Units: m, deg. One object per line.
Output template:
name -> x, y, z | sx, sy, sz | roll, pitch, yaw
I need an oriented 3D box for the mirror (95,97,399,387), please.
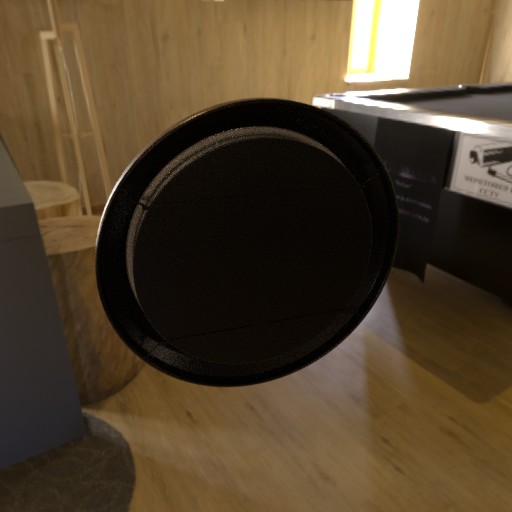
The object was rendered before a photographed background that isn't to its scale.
mirror -> 0.000, 0.000, 1.332 | 0.907, 0.907, 0.111 | -8, 27, -15
